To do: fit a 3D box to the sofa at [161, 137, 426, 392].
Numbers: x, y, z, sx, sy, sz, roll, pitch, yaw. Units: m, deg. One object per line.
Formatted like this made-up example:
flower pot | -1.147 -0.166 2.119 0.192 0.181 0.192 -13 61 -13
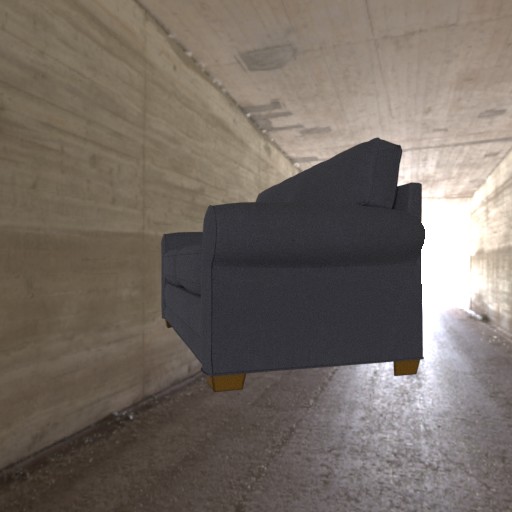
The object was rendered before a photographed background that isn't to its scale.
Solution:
sofa | 0.000 0.000 2.607 0.951 1.031 2.009 0 -1 -17
